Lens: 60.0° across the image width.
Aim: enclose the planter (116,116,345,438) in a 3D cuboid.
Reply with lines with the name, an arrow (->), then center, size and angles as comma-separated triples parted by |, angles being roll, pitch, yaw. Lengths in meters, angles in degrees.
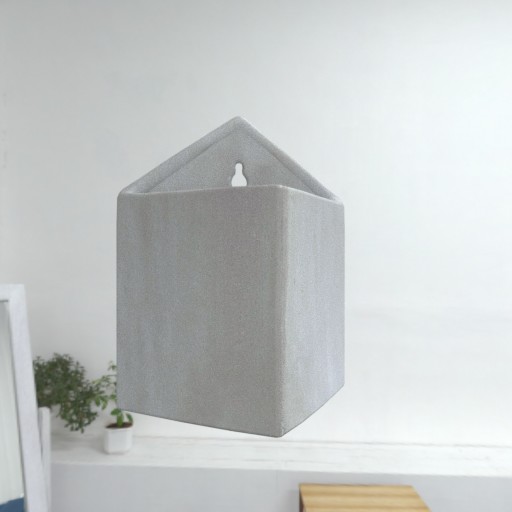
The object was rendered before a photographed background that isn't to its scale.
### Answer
planter -> 0.000, 0.000, 0.273 | 0.163, 0.194, 0.080 | 0, 0, -19
